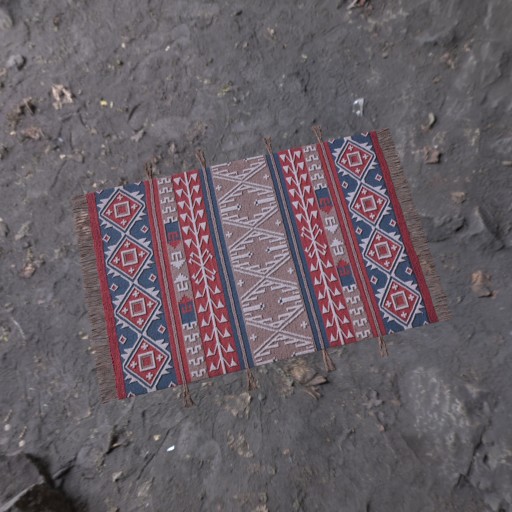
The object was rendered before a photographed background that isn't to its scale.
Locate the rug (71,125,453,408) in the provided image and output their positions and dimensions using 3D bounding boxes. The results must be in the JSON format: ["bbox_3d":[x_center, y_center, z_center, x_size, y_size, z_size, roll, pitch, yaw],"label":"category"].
[{"bbox_3d":[0.000,0.000,2.584,2.025,0.040,1.469,-13,76,-3],"label":"rug"}]
